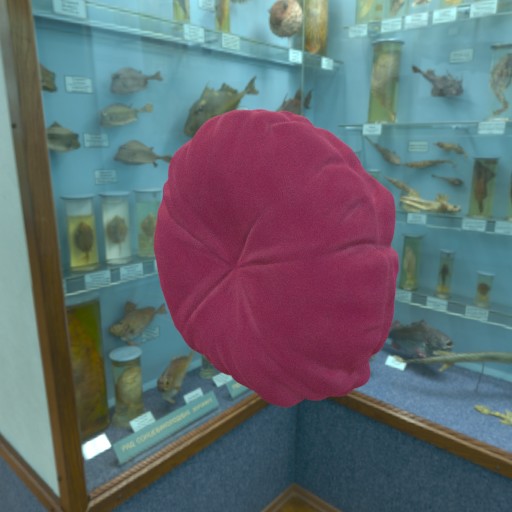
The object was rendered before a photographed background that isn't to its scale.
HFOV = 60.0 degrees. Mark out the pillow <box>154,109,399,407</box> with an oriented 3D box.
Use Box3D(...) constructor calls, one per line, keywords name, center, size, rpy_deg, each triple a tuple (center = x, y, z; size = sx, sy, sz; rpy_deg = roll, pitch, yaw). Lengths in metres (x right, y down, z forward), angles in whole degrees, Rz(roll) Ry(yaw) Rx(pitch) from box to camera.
Box3D(name="pillow", center=(0.000, 0.000, 0.646), size=(0.428, 0.407, 0.148), rpy_deg=(13, 20, 42))
